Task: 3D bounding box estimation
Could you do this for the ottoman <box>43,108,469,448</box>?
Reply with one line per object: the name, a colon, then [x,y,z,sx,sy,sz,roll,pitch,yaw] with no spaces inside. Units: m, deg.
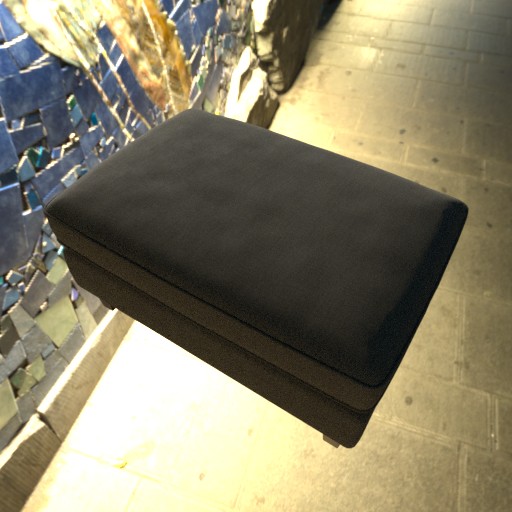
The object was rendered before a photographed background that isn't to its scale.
ottoman: [0.000,0.000,1.264,0.941,0.480,0.636,25,52,22]
